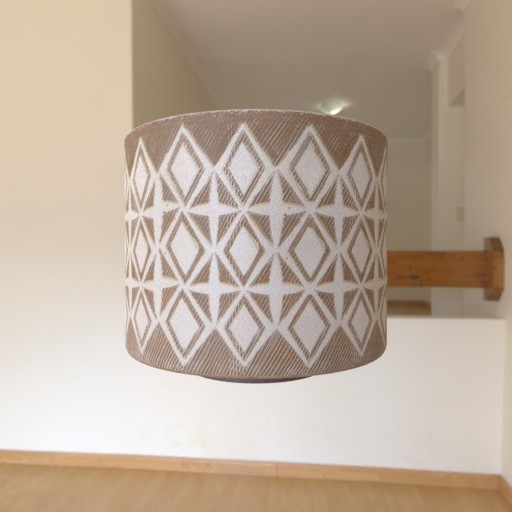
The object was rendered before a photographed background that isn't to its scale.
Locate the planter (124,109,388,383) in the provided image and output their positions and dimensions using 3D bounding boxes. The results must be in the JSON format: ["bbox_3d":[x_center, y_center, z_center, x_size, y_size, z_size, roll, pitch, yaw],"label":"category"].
[{"bbox_3d":[0.000,0.000,0.340,0.193,0.165,0.193,0,1,0],"label":"planter"}]
